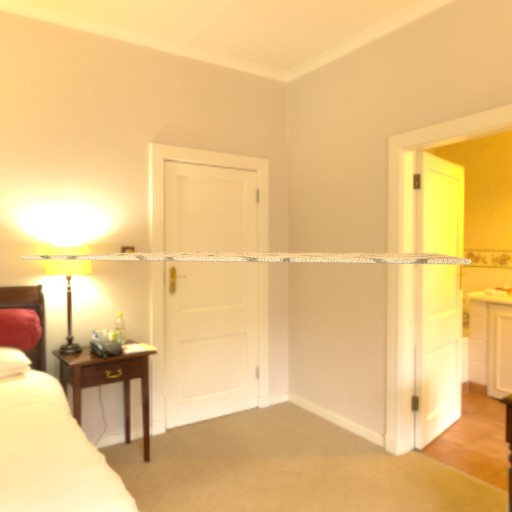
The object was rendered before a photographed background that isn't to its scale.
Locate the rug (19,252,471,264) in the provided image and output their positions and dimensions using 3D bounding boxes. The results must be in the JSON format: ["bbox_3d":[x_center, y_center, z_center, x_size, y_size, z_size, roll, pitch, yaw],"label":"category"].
[{"bbox_3d":[0.000,0.000,3.346,2.701,0.026,1.801,0,1,18],"label":"rug"}]
